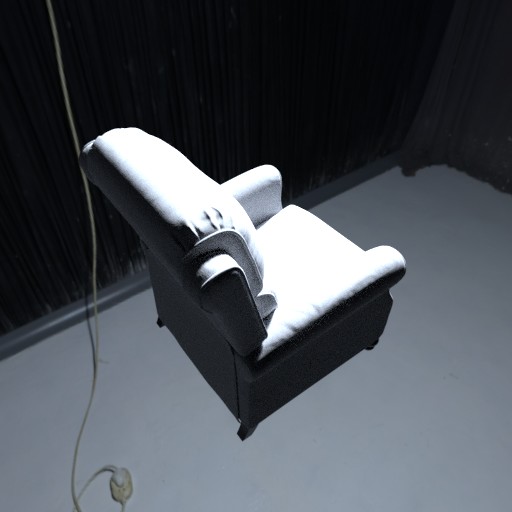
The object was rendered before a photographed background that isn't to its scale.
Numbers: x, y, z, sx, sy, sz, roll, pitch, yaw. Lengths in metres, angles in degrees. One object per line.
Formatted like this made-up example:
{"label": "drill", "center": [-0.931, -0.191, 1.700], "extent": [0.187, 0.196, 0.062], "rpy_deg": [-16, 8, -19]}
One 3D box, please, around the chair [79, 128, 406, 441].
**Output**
{"label": "chair", "center": [0.000, 0.000, 1.720], "extent": [0.919, 1.046, 0.859], "rpy_deg": [-26, 48, -26]}
